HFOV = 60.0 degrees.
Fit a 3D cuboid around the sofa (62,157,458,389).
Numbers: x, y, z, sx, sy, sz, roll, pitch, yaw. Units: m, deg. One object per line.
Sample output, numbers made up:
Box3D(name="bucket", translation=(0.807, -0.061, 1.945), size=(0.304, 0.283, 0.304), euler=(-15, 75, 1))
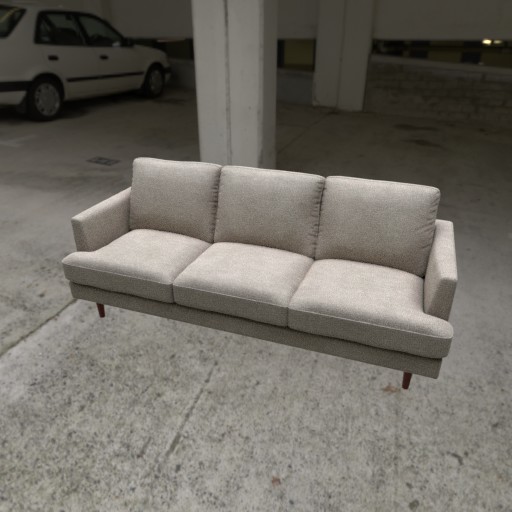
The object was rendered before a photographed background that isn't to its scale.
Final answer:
Box3D(name="sofa", translation=(0.000, 0.000, 2.726), size=(2.246, 0.930, 0.903), euler=(9, 28, 18))
